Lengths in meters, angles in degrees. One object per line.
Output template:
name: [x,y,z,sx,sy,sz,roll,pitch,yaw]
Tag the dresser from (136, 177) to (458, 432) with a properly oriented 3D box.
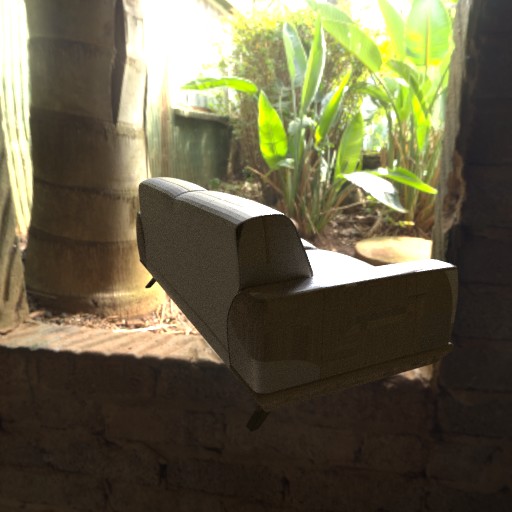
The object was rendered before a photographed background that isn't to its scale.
dresser: [0.000,0.000,5.848,2.251,1.863,4.679,-7,17,-25]
